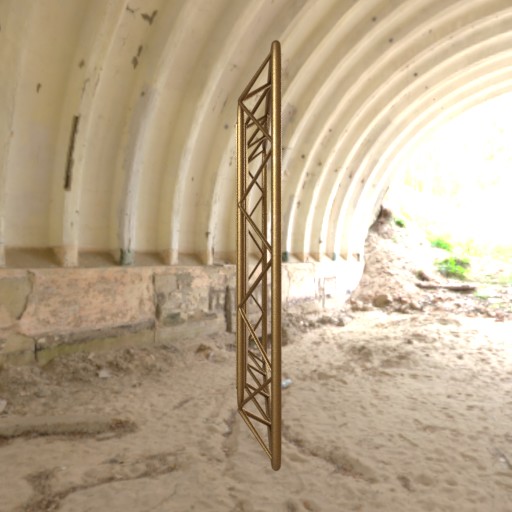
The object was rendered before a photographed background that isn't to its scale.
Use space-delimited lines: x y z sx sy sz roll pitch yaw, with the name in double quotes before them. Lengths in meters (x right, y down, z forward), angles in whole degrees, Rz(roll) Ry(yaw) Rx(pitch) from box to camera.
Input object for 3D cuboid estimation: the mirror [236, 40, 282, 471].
"mirror" 0.000 0.000 0.624 0.046 0.414 0.416 0 0 0
